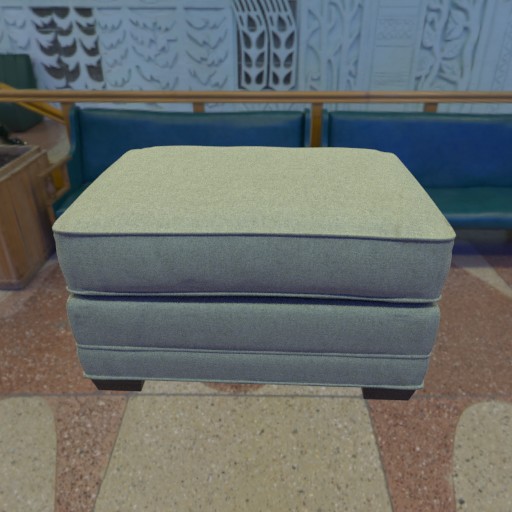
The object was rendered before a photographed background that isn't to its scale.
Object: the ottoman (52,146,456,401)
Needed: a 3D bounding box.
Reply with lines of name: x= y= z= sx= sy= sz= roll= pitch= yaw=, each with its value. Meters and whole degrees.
ottoman: x=0.000 y=0.000 z=1.224 sx=0.848 sy=0.508 sz=0.611 roll=1 pitch=30 yaw=2
